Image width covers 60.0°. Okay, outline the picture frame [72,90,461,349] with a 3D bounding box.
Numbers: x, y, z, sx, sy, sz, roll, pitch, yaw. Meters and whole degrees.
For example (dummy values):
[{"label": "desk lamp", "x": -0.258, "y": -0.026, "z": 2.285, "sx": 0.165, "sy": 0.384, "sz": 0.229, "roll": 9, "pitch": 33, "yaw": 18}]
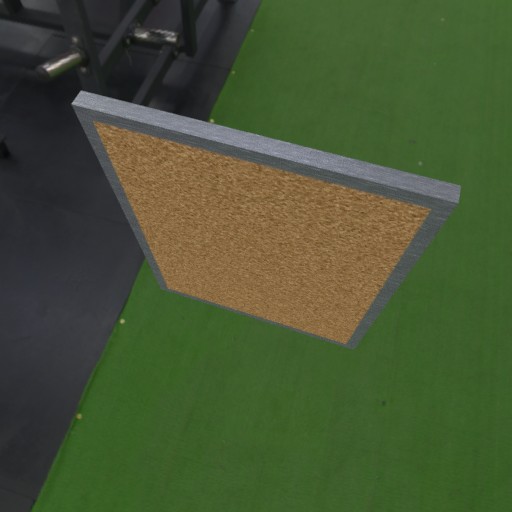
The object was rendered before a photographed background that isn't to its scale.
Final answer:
[{"label": "picture frame", "x": 0.000, "y": 0.000, "z": 0.748, "sx": 0.454, "sy": 0.559, "sz": 0.029, "roll": 16, "pitch": 64, "yaw": 8}]
